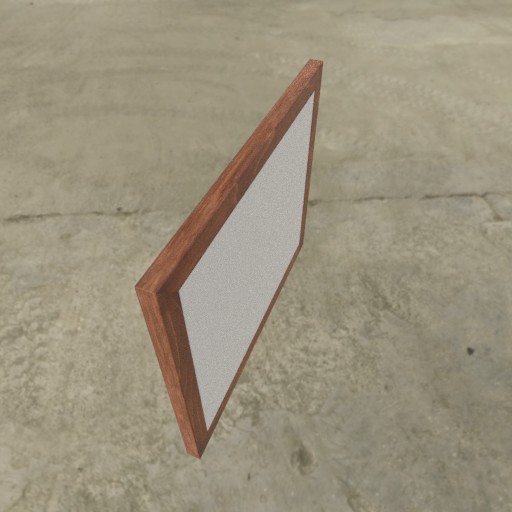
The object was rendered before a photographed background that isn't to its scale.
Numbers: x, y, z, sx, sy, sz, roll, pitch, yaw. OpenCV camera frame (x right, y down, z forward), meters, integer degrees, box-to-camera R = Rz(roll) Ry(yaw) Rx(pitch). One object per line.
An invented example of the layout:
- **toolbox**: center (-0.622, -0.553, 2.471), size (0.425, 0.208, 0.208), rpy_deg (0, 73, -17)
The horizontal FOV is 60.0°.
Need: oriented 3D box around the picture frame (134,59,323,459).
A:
- **picture frame**: center (0.000, 0.000, 0.771), size (0.025, 0.457, 0.559), rpy_deg (17, 49, 15)
